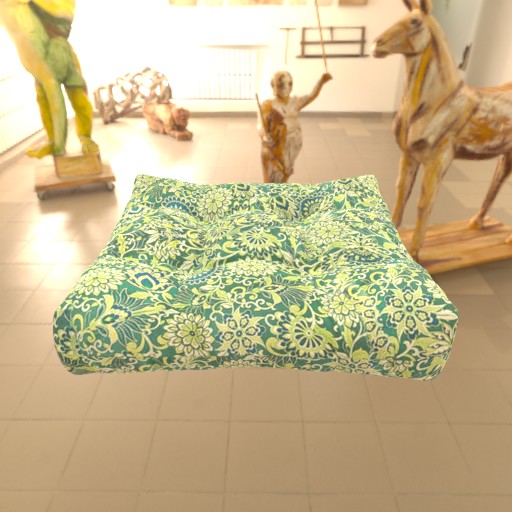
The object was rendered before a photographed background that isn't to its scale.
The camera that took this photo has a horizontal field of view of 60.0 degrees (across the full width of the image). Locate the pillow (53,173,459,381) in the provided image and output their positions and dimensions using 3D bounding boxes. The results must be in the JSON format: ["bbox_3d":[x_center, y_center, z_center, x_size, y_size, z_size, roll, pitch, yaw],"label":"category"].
[{"bbox_3d":[0.000,0.000,0.717,0.490,0.128,0.468,0,31,0],"label":"pillow"}]
